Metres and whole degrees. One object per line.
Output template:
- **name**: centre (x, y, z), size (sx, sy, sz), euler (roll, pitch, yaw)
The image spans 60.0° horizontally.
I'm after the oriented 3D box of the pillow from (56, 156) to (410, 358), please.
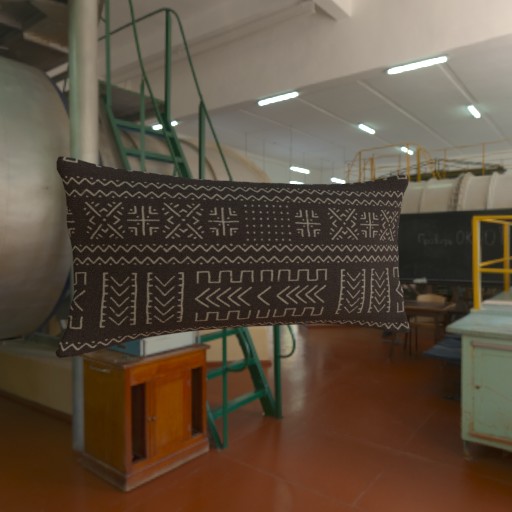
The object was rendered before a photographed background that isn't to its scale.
- **pillow**: centre (0.000, 0.000, 0.798), size (0.667, 0.322, 0.135), euler (0, 2, -18)
